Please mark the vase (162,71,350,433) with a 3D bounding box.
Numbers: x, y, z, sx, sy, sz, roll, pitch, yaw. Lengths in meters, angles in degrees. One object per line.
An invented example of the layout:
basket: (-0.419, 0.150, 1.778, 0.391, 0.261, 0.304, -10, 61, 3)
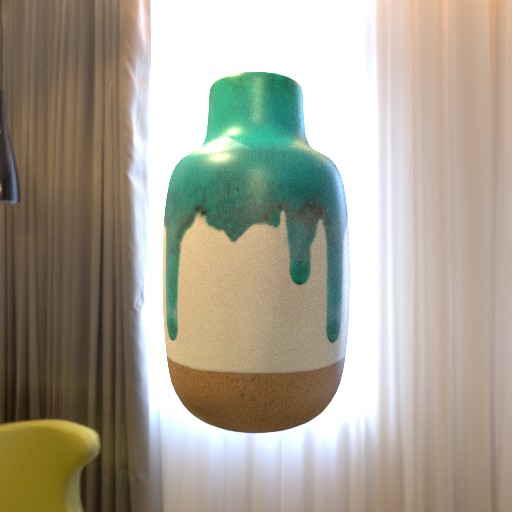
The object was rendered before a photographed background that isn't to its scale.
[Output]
vase: (0.000, 0.000, 0.255, 0.106, 0.192, 0.106, 0, 1, 0)
